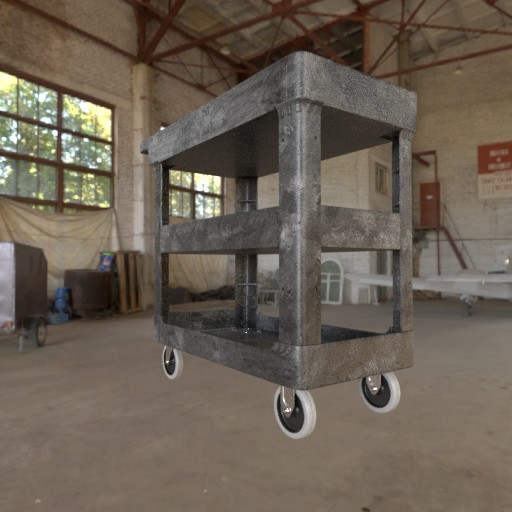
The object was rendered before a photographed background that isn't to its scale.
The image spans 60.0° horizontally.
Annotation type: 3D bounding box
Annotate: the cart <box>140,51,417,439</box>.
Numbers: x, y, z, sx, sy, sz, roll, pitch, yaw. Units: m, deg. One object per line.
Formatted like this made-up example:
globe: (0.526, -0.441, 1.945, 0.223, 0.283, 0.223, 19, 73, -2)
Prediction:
cart: (0.000, 0.000, 1.364, 0.420, 0.824, 0.877, 1, -1, -36)
